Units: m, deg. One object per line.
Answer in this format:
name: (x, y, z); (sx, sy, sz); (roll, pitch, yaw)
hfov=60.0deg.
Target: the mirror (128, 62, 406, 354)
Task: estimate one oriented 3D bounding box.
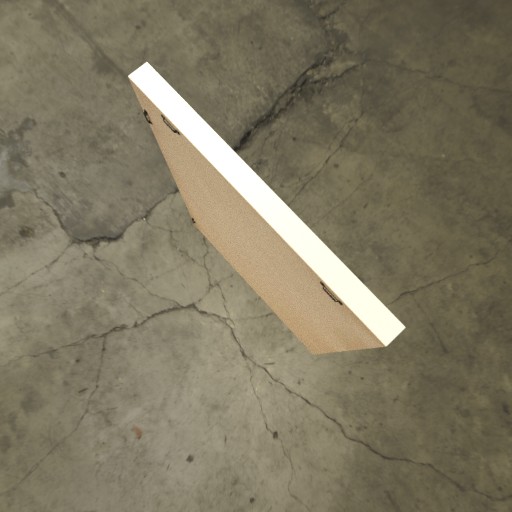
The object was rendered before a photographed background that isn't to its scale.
mirror: (0.000, 0.000, 0.932); (0.040, 0.710, 0.507); (-41, 80, -9)
